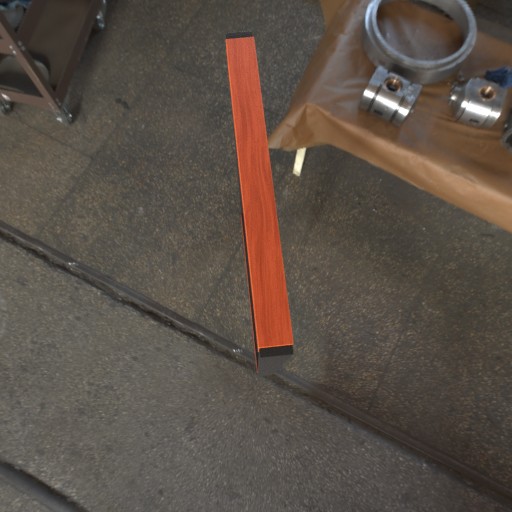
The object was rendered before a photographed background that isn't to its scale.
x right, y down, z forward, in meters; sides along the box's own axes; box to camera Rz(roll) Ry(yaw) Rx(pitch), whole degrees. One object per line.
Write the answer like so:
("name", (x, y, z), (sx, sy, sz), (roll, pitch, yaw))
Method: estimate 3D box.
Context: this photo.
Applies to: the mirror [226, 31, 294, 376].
("mirror", (0.000, 0.000, 1.047), (0.047, 0.823, 0.525), (-6, 73, -2))
